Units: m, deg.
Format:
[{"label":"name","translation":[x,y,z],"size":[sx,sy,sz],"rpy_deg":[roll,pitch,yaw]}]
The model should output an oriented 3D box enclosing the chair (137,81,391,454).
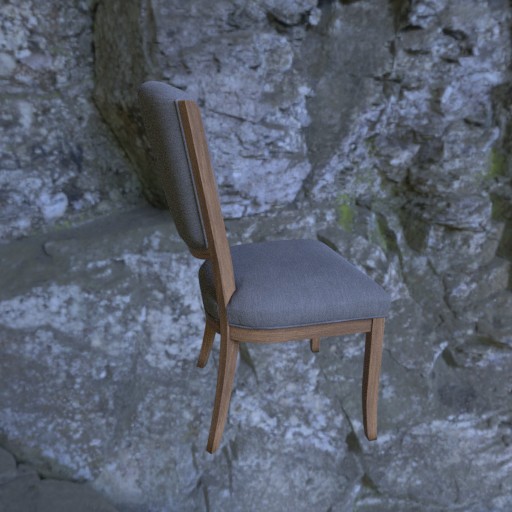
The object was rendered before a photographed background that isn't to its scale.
[{"label":"chair","translation":[0.000,0.000,1.247],"size":[0.584,0.905,0.513],"rpy_deg":[-3,17,-10]}]
